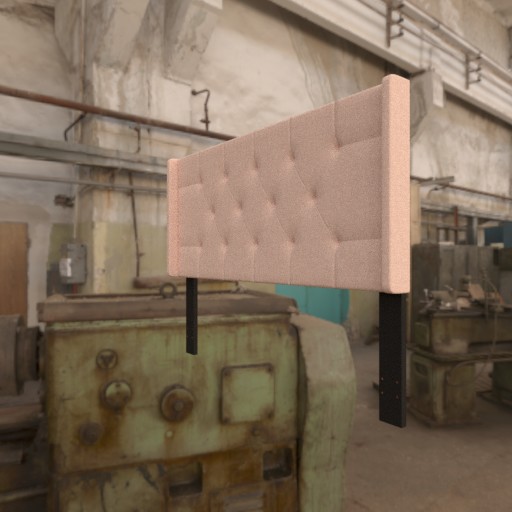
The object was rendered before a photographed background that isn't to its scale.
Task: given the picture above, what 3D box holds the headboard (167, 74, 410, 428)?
[{"bbox_3d":[0.000,0.000,2.699,0.184,1.524,2.051,0,0,-38],"label":"headboard"}]
